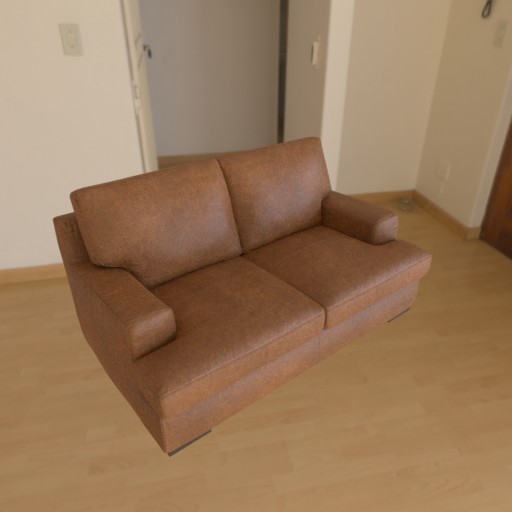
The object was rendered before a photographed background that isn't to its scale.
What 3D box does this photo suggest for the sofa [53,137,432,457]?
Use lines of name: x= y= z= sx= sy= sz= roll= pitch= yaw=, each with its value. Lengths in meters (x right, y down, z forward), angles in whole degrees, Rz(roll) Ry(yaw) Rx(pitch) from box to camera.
sofa: x=0.000 y=0.000 z=2.522 sx=1.880 sy=0.966 sz=1.144 roll=-21 pitch=36 yaw=-32
